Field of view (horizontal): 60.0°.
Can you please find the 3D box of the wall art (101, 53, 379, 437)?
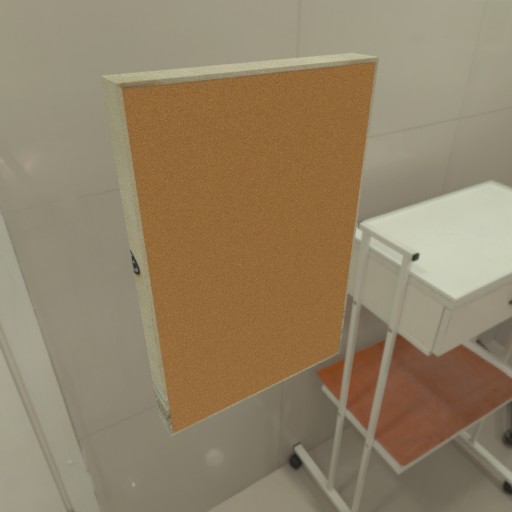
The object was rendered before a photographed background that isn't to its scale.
[{"bbox_3d":[0.000,0.000,0.477,0.254,0.381,0.038,-18,36,-27],"label":"wall art"}]
